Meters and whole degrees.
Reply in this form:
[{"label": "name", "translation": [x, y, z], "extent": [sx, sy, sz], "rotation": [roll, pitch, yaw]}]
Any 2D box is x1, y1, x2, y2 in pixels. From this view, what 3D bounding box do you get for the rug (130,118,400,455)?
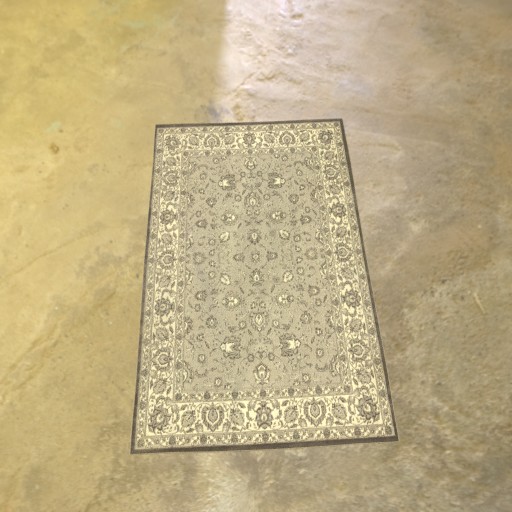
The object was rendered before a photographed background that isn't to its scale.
[{"label": "rug", "translation": [0.000, 0.000, 3.027], "extent": [1.524, 0.011, 2.438], "rotation": [-2, 63, -1]}]
